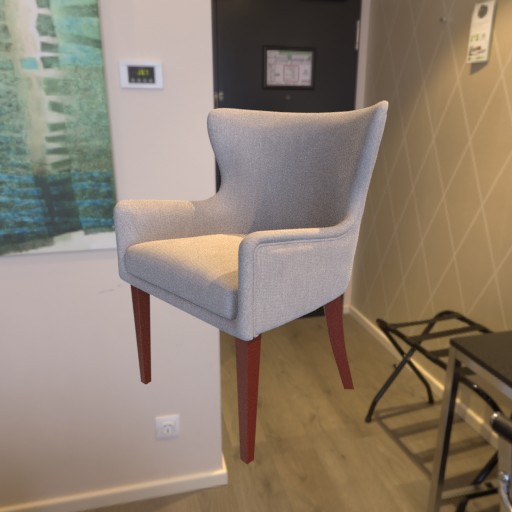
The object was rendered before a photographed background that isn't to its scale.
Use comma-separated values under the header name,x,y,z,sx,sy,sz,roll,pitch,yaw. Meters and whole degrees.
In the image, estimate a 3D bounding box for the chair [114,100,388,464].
name,x,y,z,sx,sy,sz,roll,pitch,yaw
chair,0.000,0.000,1.452,0.677,0.948,0.732,-15,22,-42
